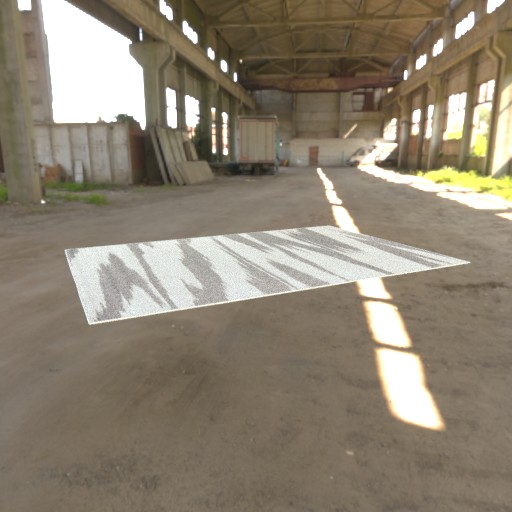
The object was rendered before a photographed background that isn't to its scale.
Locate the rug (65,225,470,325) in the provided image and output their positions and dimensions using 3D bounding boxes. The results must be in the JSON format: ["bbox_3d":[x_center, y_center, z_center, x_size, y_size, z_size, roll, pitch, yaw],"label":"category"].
[{"bbox_3d":[0.000,0.000,2.379,1.827,0.008,1.225,-7,15,-26],"label":"rug"}]
